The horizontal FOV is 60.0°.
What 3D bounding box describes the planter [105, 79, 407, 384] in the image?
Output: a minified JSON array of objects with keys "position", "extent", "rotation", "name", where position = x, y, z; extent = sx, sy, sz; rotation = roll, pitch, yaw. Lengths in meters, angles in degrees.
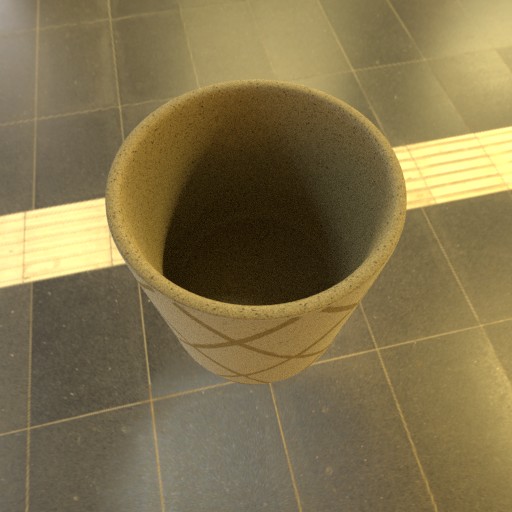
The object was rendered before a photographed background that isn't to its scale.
[{"position":[0.000,0.000,0.368],"extent":[0.191,0.199,0.191],"rotation":[0,61,0],"name":"planter"}]
